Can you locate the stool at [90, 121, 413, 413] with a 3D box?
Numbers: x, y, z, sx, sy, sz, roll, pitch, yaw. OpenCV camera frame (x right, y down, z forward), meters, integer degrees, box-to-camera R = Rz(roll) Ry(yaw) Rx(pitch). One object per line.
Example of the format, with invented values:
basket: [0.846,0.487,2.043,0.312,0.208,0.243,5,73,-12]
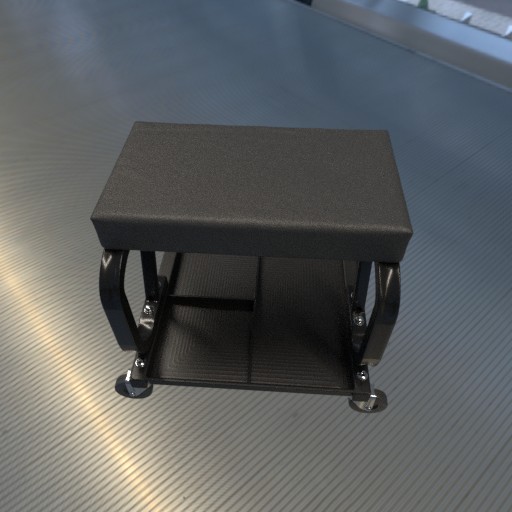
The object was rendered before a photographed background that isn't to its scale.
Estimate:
stool: [0.000,0.000,0.720,0.446,0.380,0.371,3,48,2]
